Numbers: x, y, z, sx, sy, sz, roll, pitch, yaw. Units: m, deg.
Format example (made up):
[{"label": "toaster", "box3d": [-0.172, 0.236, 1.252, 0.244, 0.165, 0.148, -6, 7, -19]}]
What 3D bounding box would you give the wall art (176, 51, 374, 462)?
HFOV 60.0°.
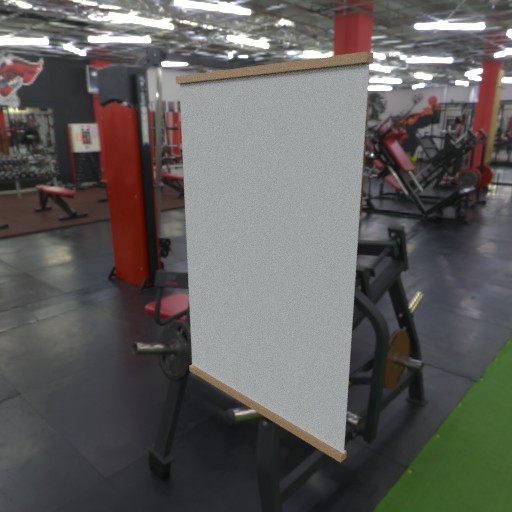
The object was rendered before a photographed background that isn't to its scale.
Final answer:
[{"label": "wall art", "box3d": [0.000, 0.000, 0.646, 0.335, 0.510, 0.013, 15, 22, 42]}]
